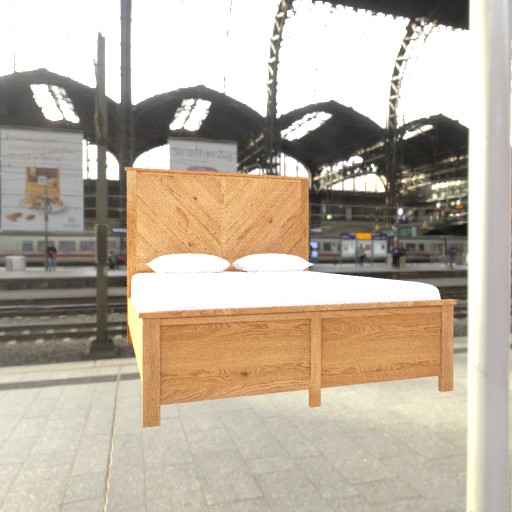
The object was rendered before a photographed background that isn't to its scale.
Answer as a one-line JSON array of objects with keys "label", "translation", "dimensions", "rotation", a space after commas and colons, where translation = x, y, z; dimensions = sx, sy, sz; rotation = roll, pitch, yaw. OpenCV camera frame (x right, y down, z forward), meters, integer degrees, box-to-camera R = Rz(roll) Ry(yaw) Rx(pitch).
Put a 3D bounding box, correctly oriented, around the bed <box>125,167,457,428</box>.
[{"label": "bed", "translation": [0.000, 0.000, 3.532], "dimensions": [1.936, 1.686, 2.201], "rotation": [0, 1, -18]}]
